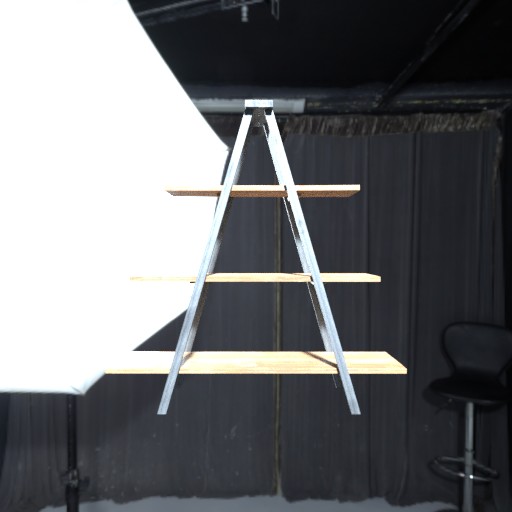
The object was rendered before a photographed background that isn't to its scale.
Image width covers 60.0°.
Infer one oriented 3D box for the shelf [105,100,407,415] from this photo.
[{"bbox_3d":[0.000,0.000,2.771,1.746,1.808,0.508,0,1,0],"label":"shelf"}]
